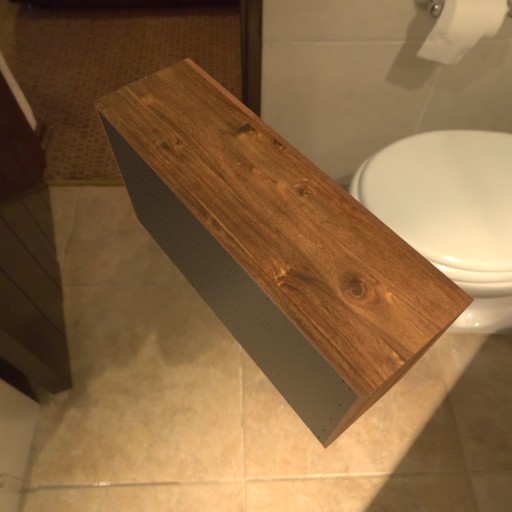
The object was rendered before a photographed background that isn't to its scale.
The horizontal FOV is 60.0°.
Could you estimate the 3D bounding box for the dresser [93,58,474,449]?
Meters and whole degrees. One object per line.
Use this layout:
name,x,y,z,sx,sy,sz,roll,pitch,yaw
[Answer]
dresser,0.000,0.000,1.807,0.446,0.873,1.400,-34,64,-19
